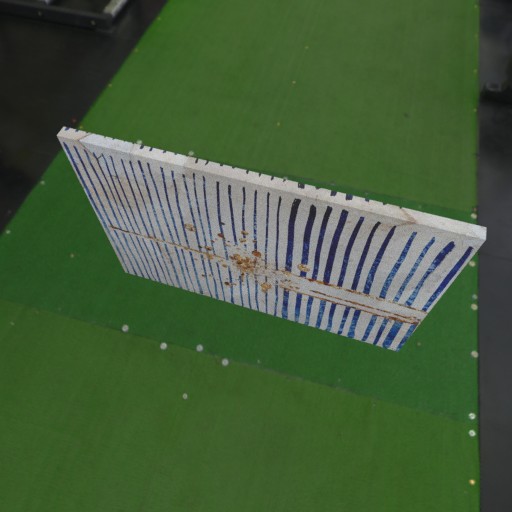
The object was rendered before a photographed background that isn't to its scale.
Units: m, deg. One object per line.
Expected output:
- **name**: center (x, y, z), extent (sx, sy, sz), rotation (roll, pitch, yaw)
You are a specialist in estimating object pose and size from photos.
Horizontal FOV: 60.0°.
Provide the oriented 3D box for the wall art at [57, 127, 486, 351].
- **wall art**: center (0.000, 0.000, 1.461), extent (1.143, 0.757, 0.038), rotation (15, 59, 9)
